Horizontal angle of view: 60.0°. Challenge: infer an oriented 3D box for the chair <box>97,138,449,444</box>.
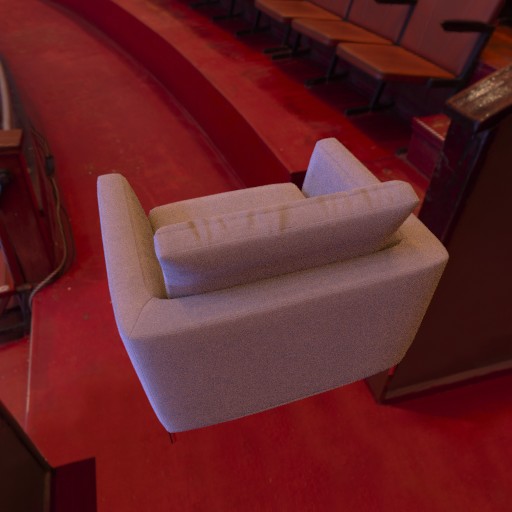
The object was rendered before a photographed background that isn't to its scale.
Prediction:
[{"bbox_3d":[0.000,0.000,1.672,1.041,0.864,0.889,-13,43,-14],"label":"chair"}]
